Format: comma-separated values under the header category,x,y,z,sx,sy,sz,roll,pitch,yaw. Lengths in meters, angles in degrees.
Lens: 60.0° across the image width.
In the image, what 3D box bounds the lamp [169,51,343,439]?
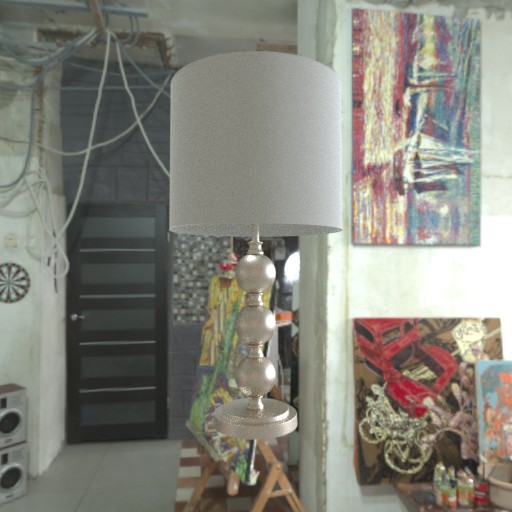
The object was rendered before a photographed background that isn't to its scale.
category,x,y,z,sx,sy,sz,roll,pitch,yaw
lamp,0.000,0.000,0.719,0.277,0.538,0.277,1,-1,-37
